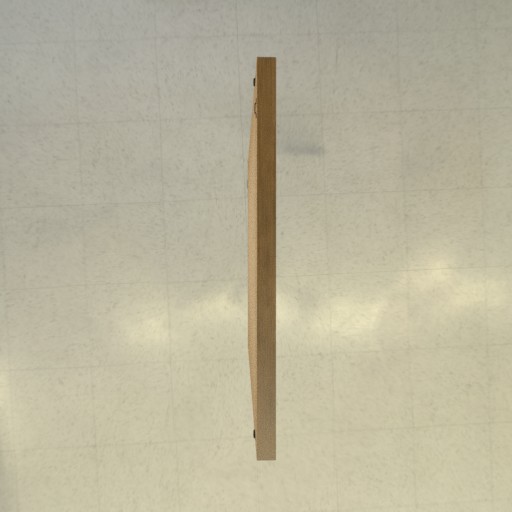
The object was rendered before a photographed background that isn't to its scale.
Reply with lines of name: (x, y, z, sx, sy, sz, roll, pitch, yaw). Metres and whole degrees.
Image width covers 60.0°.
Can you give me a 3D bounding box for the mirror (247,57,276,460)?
mirror: (0.000, 0.000, 1.344, 0.041, 1.016, 0.762, 0, 91, -2)
